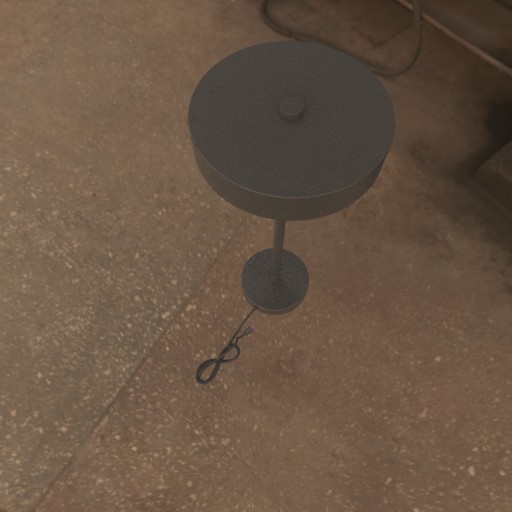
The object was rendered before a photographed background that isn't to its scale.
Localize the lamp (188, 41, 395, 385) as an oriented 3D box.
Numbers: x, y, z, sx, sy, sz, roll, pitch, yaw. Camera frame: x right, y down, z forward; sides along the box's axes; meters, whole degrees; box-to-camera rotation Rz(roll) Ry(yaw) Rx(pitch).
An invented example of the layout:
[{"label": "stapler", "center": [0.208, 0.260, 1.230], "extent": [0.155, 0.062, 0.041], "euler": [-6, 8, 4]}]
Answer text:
[{"label": "lamp", "center": [0.000, 0.000, 0.685], "extent": [0.229, 0.508, 0.369], "euler": [31, 68, 14]}]
